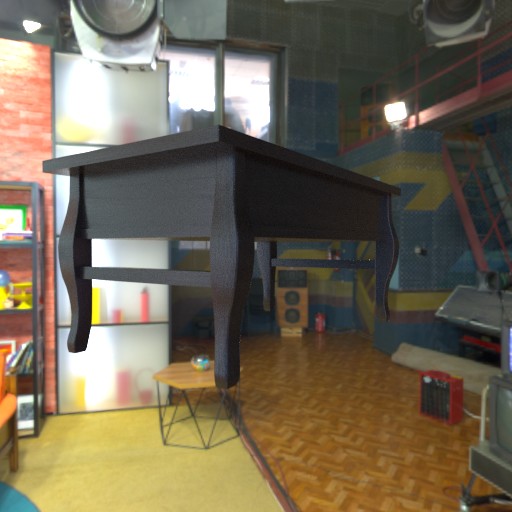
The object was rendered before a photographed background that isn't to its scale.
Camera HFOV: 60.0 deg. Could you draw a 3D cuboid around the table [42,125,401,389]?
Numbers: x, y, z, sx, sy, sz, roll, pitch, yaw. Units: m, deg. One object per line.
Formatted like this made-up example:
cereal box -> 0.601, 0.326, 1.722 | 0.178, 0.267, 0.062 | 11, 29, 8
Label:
table -> 0.000, 0.000, 1.398 | 0.600, 0.494, 1.062 | 1, 1, 35
